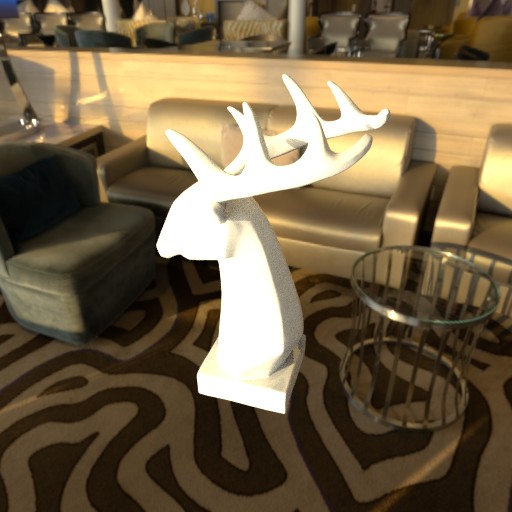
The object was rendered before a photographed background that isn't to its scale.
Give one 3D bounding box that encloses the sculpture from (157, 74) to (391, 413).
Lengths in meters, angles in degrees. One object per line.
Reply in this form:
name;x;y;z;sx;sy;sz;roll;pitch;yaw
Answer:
sculpture;0.000;0.000;0.454;0.224;0.329;0.174;9;31;15
